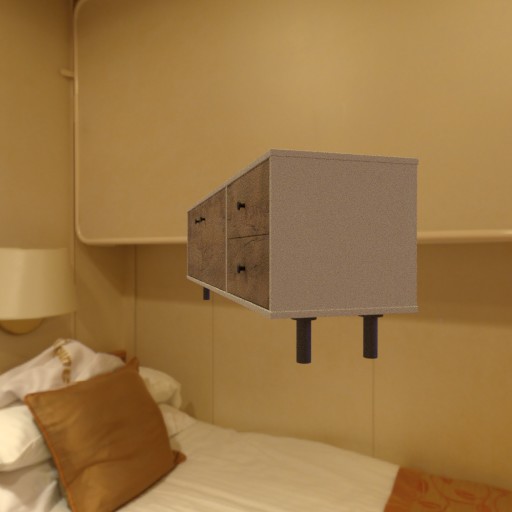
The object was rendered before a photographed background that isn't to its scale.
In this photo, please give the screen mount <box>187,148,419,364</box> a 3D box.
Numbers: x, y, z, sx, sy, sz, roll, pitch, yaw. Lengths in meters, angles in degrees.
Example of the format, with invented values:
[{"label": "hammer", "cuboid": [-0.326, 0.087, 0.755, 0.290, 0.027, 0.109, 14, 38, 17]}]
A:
[{"label": "screen mount", "cuboid": [0.000, 0.000, 1.858, 0.418, 0.520, 1.600, 0, 1, -16]}]
